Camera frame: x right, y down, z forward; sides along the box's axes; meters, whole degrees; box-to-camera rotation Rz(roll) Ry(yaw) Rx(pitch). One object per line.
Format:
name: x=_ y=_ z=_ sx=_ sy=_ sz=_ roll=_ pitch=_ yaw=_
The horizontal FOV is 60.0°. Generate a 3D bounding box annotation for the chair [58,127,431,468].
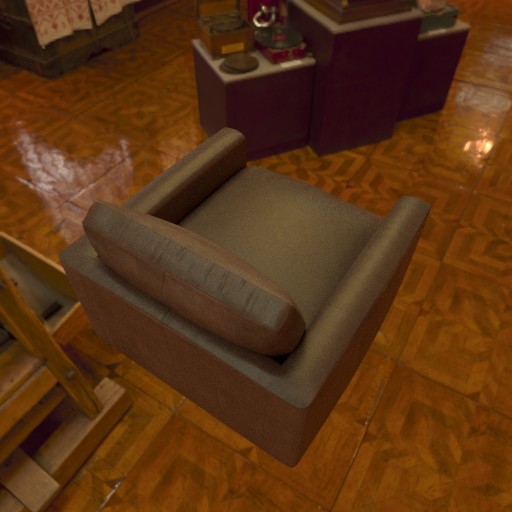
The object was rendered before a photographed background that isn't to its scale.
chair: x=0.000 y=0.000 z=1.831 sx=1.100 sy=0.812 sz=1.069 roll=26 pitch=53 yaw=22
